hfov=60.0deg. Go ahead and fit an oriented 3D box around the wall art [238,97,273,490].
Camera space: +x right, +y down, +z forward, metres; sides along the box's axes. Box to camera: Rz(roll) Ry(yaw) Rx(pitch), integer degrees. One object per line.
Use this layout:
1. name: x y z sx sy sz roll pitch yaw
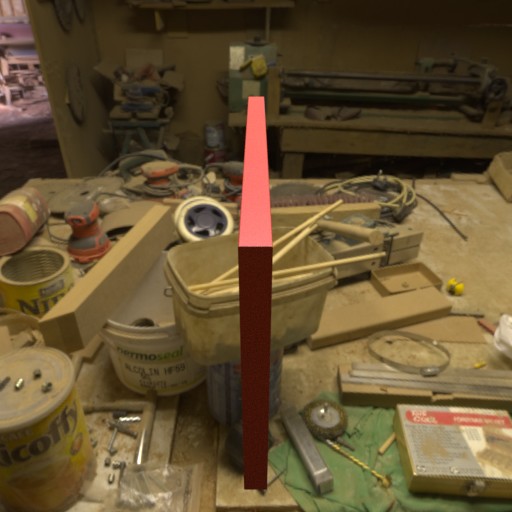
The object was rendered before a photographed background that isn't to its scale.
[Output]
1. wall art: 0.000 0.000 0.779 0.033 0.405 0.607 0 32 0
